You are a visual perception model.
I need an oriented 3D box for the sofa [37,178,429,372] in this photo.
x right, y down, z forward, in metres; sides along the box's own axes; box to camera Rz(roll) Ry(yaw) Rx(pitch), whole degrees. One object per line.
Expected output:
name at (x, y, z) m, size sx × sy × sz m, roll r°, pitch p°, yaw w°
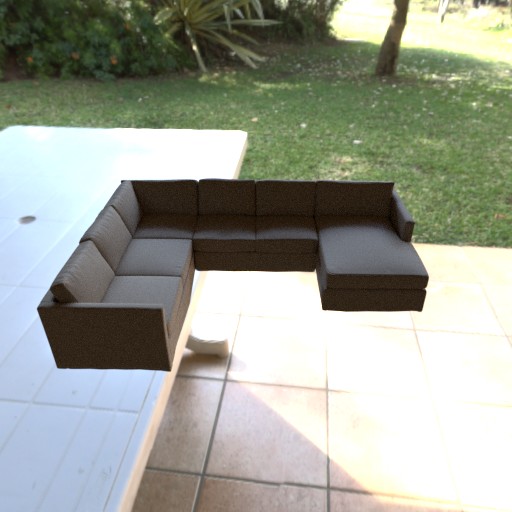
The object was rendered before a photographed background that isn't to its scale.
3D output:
sofa at (0.000, 0.000, 4.639) m, size 3.460 × 0.882 × 2.427 m, roll 0°, pitch 32°, yaw 1°
